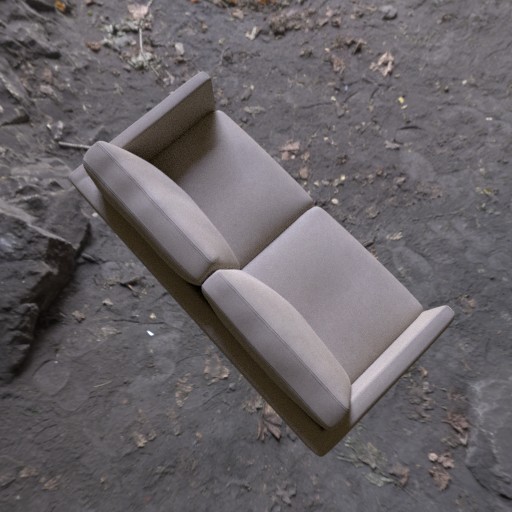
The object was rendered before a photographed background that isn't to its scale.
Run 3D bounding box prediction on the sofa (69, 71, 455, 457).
[{"bbox_3d":[0.000,0.000,2.414,0.950,0.940,1.846,-42,80,-9],"label":"sofa"}]
